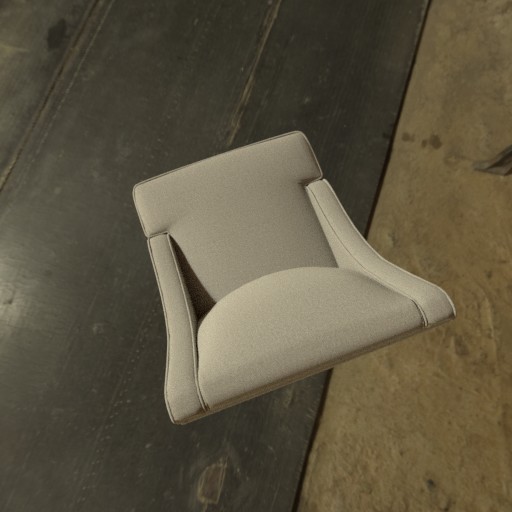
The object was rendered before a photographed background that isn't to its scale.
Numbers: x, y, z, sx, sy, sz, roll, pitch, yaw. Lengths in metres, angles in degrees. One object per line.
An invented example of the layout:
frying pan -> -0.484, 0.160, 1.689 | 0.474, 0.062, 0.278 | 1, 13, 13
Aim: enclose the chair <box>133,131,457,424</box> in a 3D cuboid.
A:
chair -> 0.000, 0.000, 1.353 | 0.610, 0.864, 0.737 | -20, 76, -5
